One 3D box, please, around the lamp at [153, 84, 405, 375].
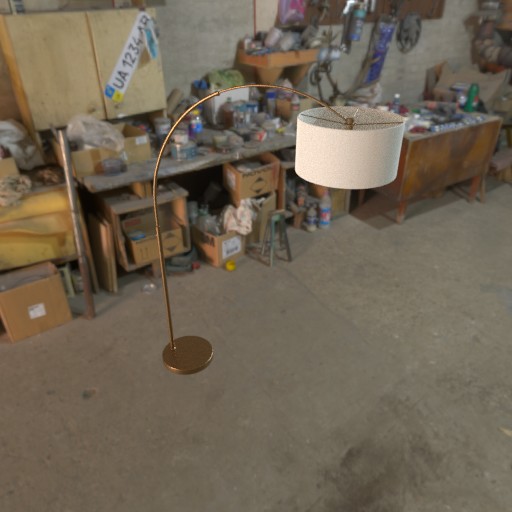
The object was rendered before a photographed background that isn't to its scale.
[{"bbox_3d":[0.000,0.000,2.632,1.434,1.927,0.493,10,32,17],"label":"lamp"}]
